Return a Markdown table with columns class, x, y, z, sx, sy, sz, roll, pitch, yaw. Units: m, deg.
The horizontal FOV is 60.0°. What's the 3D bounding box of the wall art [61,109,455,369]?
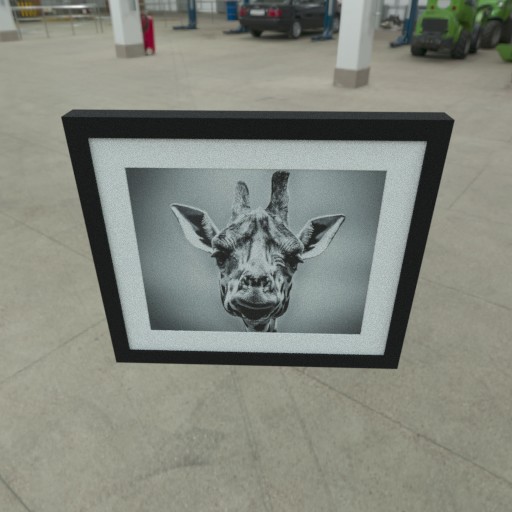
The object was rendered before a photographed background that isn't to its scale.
| class | x | y | z | sx | sy | sz | roll | pitch | yaw |
| --- | --- | --- | --- | --- | --- | --- | --- | --- | --- |
| wall art | 0.000 | 0.000 | 0.527 | 0.381 | 0.330 | 0.031 | 1 | 32 | 2 |
